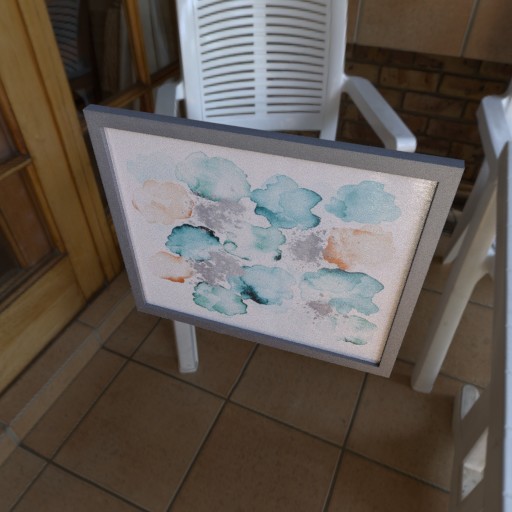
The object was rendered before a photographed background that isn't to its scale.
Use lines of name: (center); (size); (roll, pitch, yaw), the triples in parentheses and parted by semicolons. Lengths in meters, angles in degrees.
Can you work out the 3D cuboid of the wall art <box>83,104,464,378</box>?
wall art: (0.000, 0.000, 0.930); (0.660, 0.558, 0.026); (12, 44, 13)
